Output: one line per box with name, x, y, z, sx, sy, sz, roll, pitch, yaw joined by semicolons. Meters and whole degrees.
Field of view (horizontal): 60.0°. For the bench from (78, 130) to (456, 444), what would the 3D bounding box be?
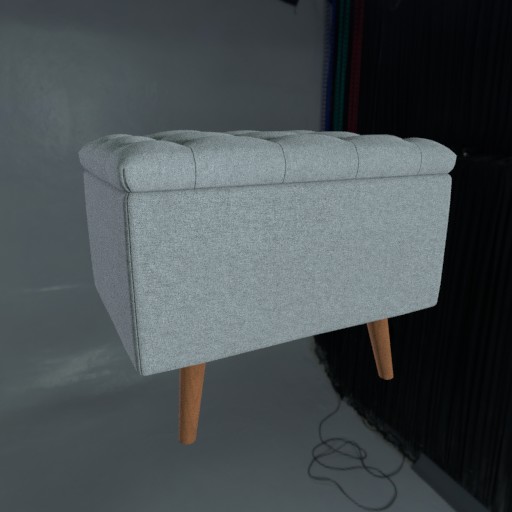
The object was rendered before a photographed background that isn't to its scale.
bench;0.000;0.000;0.860;0.572;0.469;0.417;-8;18;-26
